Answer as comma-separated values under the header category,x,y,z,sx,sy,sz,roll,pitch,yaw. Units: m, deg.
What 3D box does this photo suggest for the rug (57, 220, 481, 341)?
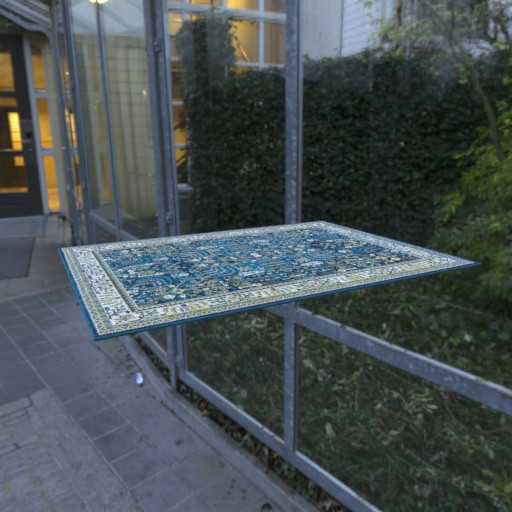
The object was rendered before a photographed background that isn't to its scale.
category,x,y,z,sx,sy,sz,roll,pitch,yaw
rug,0.000,0.000,2.835,2.213,0.013,1.594,-8,17,-27
